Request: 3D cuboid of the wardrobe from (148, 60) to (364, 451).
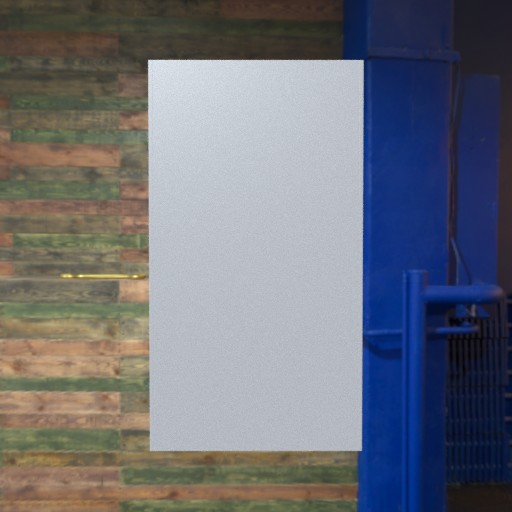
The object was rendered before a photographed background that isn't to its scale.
[{"bbox_3d":[0.000,0.000,2.339,0.991,1.808,0.577,0,1,0],"label":"wardrobe"}]
